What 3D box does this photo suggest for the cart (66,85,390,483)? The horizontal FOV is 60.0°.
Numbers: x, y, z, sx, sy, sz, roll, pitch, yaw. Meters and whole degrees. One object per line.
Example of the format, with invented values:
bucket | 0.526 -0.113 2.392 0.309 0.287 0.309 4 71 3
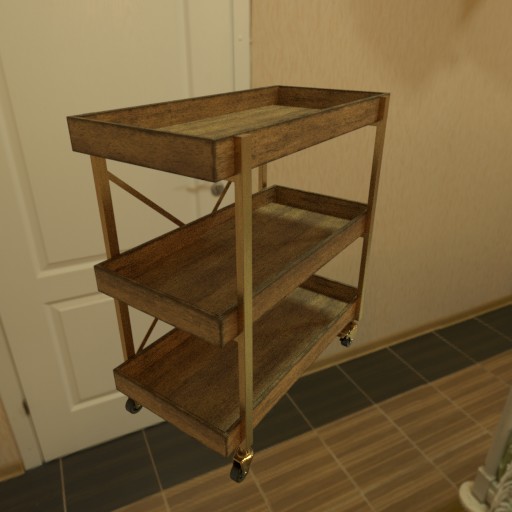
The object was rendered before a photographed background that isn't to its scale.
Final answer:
cart | 0.000 0.000 1.211 0.416 0.799 0.750 17 31 31
